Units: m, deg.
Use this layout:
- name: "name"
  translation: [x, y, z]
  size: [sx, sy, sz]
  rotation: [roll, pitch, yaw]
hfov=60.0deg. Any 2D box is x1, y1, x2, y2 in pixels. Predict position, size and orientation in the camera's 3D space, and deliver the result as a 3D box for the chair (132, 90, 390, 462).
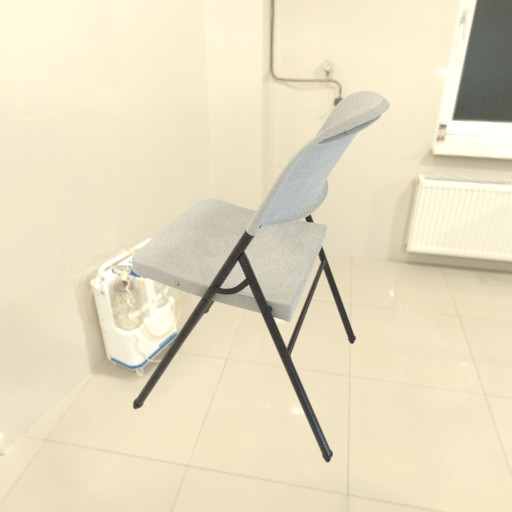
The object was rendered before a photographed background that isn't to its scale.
- name: "chair"
  translation: [0.000, 0.000, 1.162]
  size: [0.566, 0.810, 0.494]
  rotation: [9, 30, 16]
